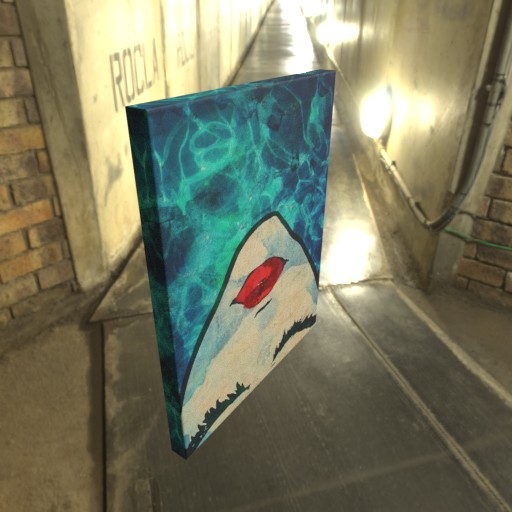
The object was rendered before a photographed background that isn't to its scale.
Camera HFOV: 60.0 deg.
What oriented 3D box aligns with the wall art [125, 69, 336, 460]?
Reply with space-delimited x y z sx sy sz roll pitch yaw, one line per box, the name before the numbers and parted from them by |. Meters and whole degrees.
wall art | 0.000 0.000 0.871 0.038 0.635 0.508 19 34 30
